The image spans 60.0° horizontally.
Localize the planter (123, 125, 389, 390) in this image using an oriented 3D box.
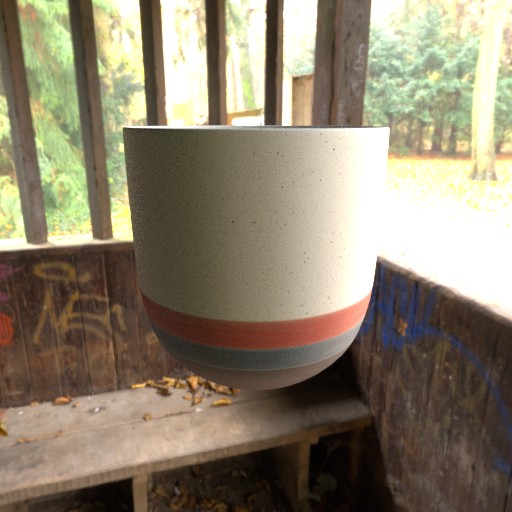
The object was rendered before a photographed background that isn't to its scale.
[{"bbox_3d":[0.000,0.000,0.382,0.204,0.214,0.204,0,17,0],"label":"planter"}]
